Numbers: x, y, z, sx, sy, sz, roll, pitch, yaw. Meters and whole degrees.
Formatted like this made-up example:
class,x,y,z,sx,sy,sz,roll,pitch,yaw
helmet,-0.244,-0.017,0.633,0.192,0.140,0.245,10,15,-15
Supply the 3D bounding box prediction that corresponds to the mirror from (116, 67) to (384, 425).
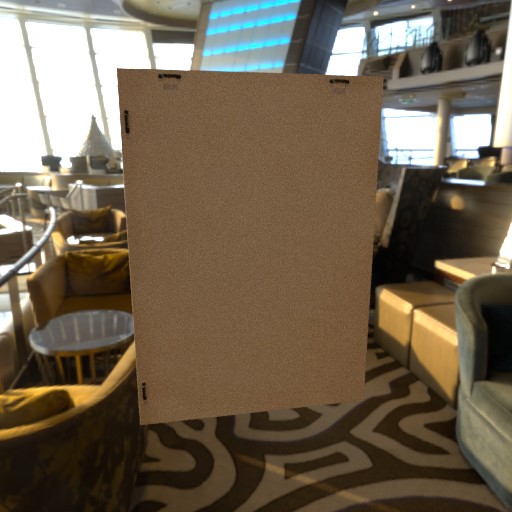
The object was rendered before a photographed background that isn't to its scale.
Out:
class,x,y,z,sx,sy,sz,roll,pitch,yaw
mirror,0.000,0.000,0.922,0.507,0.710,0.040,-3,14,-11
